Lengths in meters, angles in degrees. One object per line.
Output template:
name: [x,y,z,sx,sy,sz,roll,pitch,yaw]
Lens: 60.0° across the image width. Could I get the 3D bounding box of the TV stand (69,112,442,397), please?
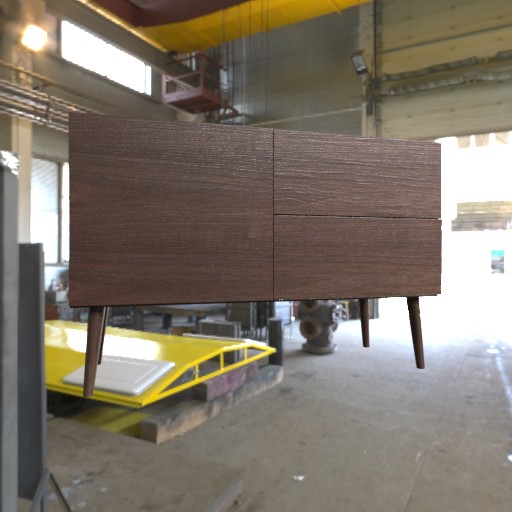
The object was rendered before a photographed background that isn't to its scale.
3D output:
TV stand: [0.000,0.000,1.325,0.990,0.660,0.405,0,0,-16]
